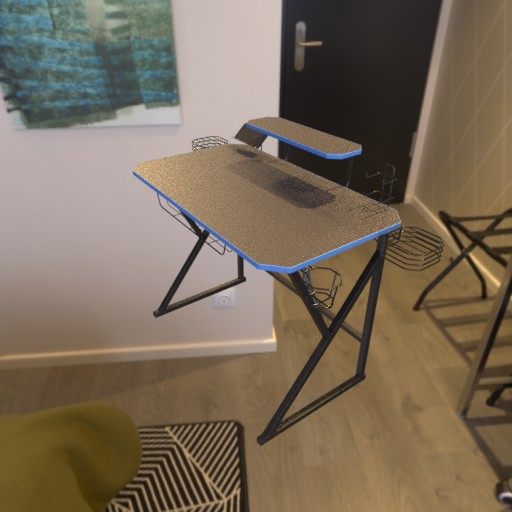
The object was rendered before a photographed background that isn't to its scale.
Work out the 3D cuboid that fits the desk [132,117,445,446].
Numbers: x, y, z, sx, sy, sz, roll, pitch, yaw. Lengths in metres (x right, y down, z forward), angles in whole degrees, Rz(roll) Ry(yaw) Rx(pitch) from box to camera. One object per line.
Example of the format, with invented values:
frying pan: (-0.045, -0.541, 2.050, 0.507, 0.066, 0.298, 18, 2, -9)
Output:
desk: (0.000, 0.000, 1.760, 0.594, 0.909, 1.295, -21, 37, -30)
